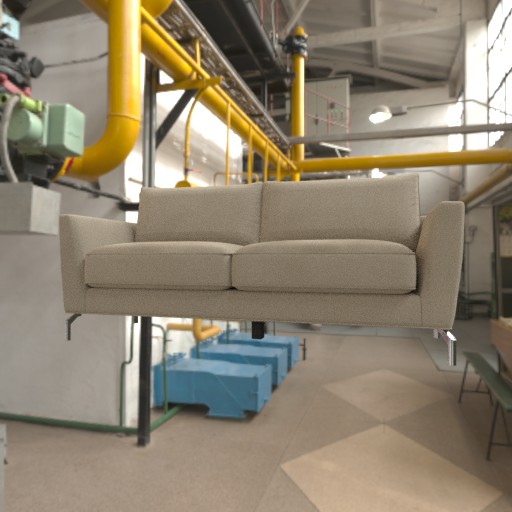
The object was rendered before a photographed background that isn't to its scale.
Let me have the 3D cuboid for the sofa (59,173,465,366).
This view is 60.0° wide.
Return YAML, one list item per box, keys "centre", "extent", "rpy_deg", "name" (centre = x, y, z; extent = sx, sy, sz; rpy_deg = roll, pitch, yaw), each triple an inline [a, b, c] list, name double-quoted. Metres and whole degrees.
- centre: [0.000, 0.000, 2.699]
  extent: [2.214, 1.005, 0.868]
  rpy_deg: [0, 0, 17]
  name: "sofa"
